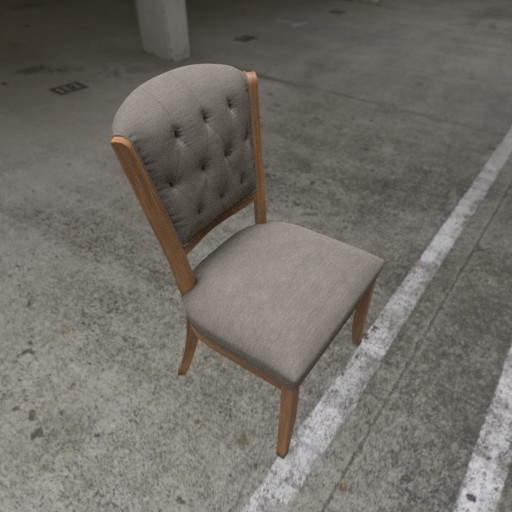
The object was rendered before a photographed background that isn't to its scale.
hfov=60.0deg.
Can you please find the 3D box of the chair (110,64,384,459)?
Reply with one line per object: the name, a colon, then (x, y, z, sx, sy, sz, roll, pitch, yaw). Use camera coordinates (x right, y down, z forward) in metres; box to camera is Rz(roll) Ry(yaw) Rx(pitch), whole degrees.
chair: (0.000, 0.000, 1.248, 0.584, 0.905, 0.513, 26, 48, 26)
